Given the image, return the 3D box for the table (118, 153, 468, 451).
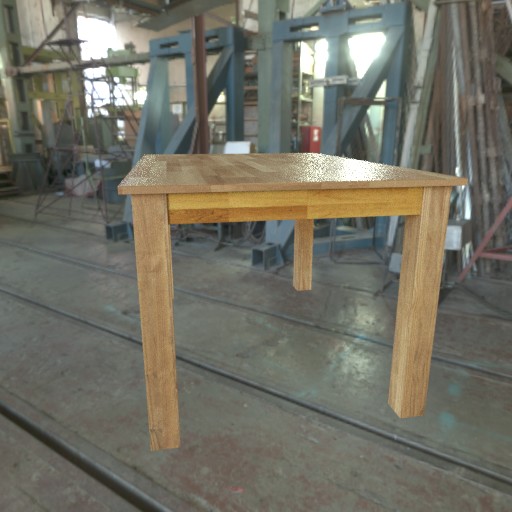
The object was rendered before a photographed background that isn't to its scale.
[{"bbox_3d":[0.000,0.000,1.817,0.900,0.750,1.300,-3,16,-11],"label":"table"}]
